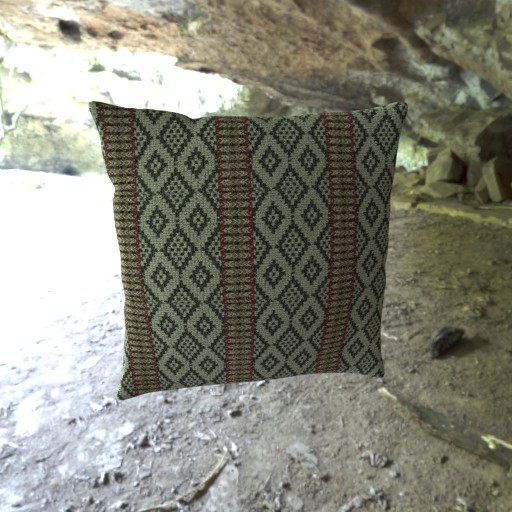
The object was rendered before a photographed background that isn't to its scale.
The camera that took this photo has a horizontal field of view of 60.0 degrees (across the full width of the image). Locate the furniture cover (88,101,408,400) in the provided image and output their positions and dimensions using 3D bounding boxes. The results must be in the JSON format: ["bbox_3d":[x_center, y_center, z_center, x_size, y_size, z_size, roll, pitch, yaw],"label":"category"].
[{"bbox_3d":[0.000,0.000,0.762,0.503,0.506,0.182,-2,16,-9],"label":"furniture cover"}]
